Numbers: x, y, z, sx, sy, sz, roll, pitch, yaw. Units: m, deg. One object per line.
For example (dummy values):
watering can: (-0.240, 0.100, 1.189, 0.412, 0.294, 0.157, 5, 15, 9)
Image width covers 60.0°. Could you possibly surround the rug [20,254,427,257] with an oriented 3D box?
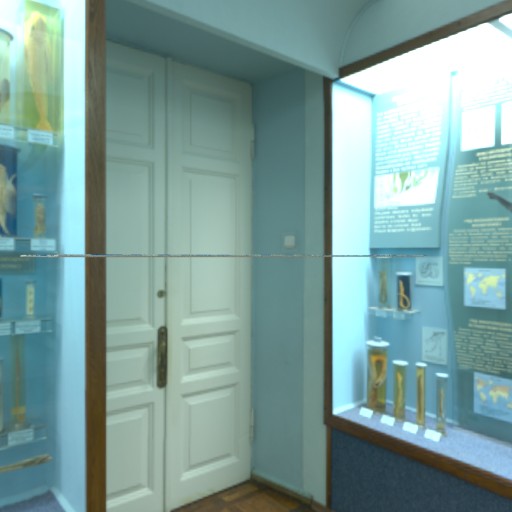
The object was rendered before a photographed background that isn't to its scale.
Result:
rug: (0.000, 0.000, 2.691, 2.446, 0.011, 0.768, 0, 0, -37)
